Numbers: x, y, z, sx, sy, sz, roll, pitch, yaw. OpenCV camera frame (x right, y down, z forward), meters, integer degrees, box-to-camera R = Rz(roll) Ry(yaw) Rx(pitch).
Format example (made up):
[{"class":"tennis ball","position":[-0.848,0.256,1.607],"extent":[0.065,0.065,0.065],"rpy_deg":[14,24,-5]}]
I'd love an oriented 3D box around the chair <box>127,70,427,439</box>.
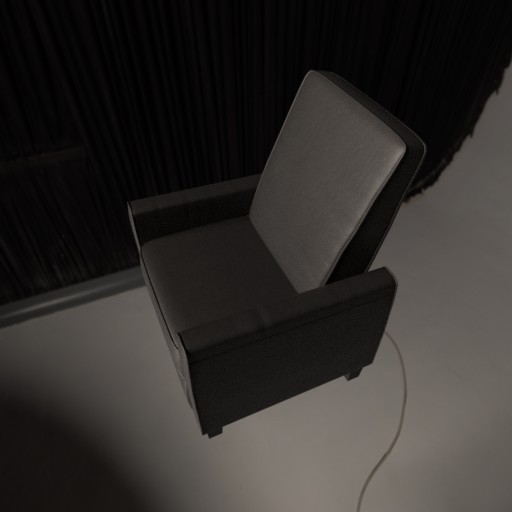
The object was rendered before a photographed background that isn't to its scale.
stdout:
[{"class":"chair","position":[0.000,0.000,1.525],"extent":[0.746,1.013,0.705],"rpy_deg":[-17,48,-16]}]
